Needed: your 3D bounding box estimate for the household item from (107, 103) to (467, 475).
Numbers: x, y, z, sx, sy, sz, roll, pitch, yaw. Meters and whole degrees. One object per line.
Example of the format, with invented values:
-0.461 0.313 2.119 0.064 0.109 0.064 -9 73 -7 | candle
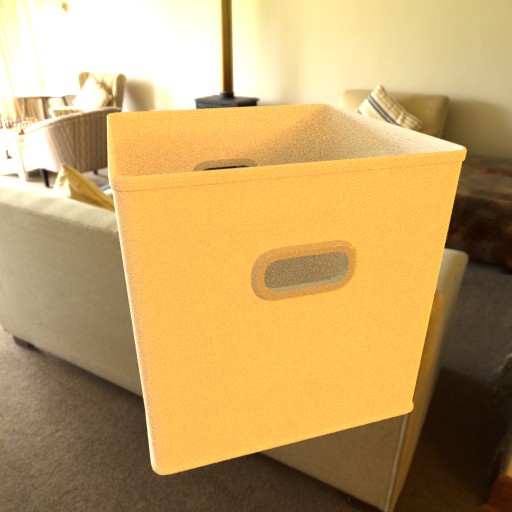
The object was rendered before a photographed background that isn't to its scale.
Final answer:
0.000 0.000 0.539 0.305 0.305 0.305 -8 28 -15 | household item
